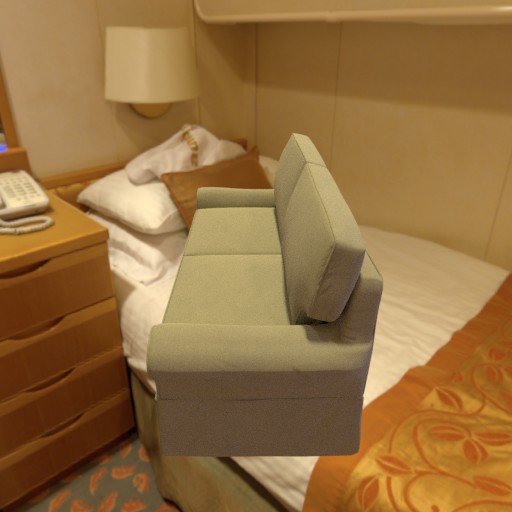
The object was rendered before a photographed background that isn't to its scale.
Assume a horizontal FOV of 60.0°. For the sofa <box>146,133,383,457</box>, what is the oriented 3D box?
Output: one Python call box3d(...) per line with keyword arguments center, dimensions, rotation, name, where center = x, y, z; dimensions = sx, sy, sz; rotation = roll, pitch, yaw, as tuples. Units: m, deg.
box3d(center=(0.000, 0.000, 2.348), dimensions=(0.841, 1.024, 1.823), rotation=(0, 27, -1), name="sofa")
